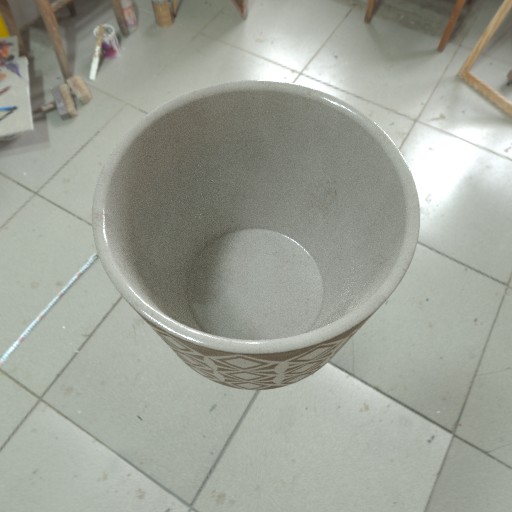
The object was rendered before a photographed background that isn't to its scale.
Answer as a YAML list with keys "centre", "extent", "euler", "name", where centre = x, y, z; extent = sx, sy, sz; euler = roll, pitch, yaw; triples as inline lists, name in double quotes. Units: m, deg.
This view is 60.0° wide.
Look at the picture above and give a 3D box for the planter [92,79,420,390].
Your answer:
- centre: [0.000, 0.000, 0.452]
  extent: [0.260, 0.220, 0.260]
  euler: [0, 62, 0]
  name: "planter"
